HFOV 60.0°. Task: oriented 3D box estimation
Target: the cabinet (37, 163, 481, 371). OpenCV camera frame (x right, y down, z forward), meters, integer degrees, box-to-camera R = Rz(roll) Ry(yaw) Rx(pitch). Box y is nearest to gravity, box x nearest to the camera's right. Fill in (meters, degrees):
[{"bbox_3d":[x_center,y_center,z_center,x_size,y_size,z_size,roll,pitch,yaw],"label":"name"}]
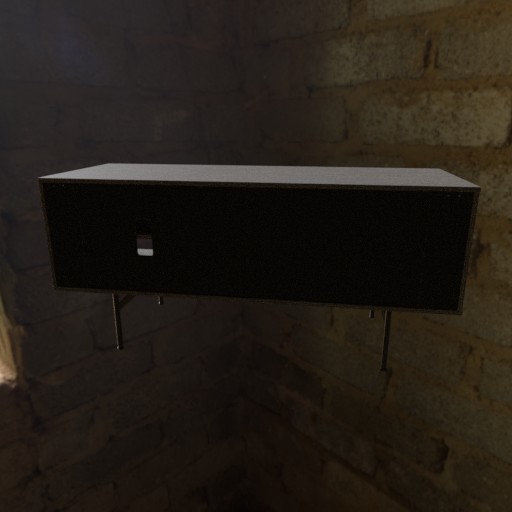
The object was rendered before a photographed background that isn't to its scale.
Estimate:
[{"bbox_3d":[0.000,0.000,1.607,1.300,0.599,0.500,3,17,9],"label":"cabinet"}]
